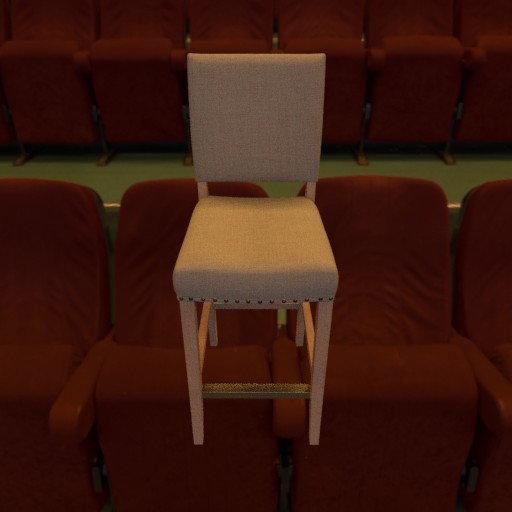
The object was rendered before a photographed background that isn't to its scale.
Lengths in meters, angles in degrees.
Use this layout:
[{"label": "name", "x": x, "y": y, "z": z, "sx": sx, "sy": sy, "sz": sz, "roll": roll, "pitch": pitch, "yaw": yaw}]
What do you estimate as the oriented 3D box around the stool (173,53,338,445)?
[{"label": "stool", "x": 0.000, "y": 0.000, "z": 1.466, "sx": 0.445, "sy": 1.173, "sz": 0.585, "roll": 0, "pitch": 30, "yaw": 0}]
